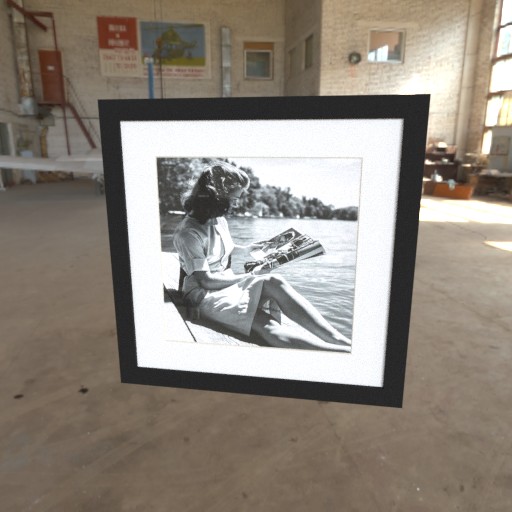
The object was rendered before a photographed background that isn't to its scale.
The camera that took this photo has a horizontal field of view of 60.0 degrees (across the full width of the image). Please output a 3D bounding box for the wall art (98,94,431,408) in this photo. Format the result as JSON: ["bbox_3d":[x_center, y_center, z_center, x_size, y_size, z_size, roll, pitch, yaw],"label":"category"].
[{"bbox_3d":[0.000,0.000,0.679,0.462,0.458,0.030,2,14,9],"label":"wall art"}]
